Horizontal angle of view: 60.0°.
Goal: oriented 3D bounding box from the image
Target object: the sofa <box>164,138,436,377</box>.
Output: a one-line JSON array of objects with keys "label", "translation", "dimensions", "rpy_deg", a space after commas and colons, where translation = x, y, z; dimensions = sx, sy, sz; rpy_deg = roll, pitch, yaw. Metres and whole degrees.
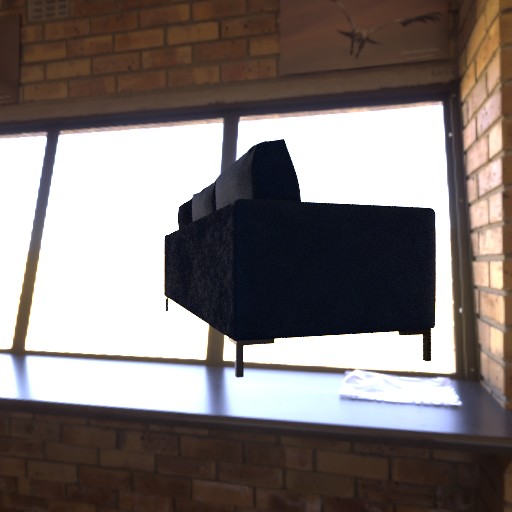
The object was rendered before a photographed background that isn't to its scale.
[{"label": "sofa", "translation": [0.000, 0.000, 2.718], "dimensions": [0.875, 0.879, 2.252], "rpy_deg": [0, -1, -18]}]
